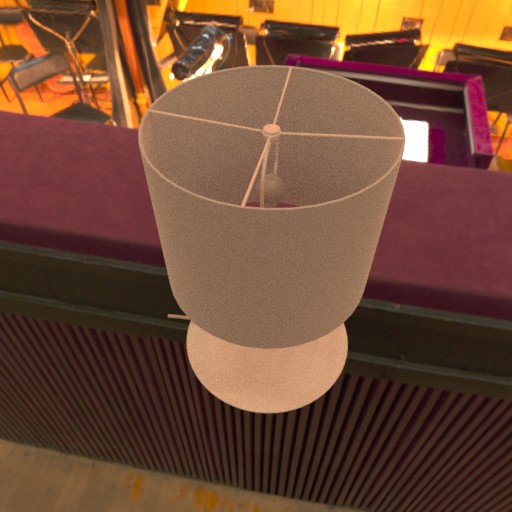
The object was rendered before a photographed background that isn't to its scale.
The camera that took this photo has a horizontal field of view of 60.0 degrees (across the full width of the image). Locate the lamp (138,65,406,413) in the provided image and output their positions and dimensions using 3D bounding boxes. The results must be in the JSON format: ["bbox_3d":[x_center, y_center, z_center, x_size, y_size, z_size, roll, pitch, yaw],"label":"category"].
[{"bbox_3d":[0.000,0.000,0.674,0.341,0.454,0.299,9,48,8],"label":"lamp"}]
